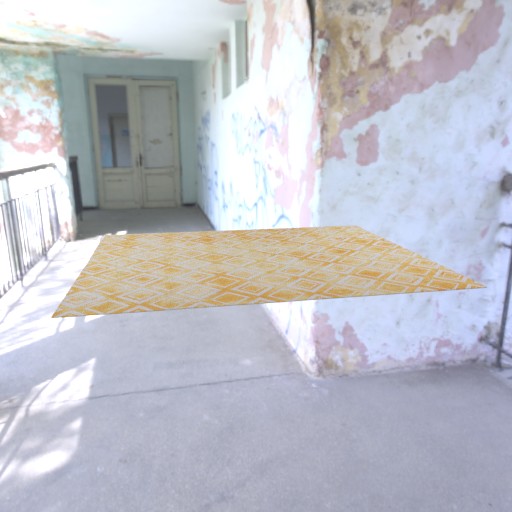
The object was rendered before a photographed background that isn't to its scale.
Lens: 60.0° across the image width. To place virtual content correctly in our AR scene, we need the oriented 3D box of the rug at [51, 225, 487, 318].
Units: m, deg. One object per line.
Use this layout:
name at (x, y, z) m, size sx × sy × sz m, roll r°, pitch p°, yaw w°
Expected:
rug at (0.000, 0.000, 4.160) m, size 3.037 × 0.011 × 2.433 m, roll -3°, pitch 15°, yaw -11°
